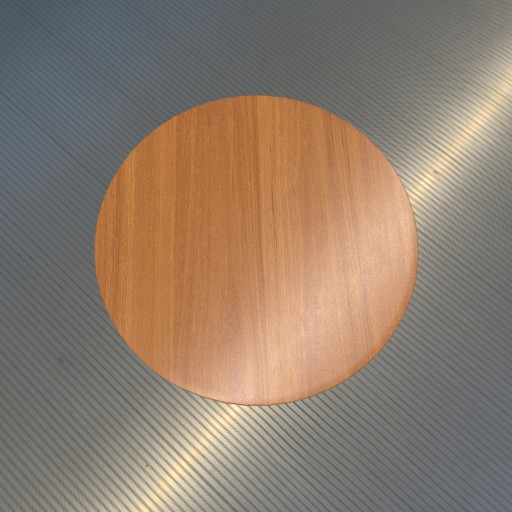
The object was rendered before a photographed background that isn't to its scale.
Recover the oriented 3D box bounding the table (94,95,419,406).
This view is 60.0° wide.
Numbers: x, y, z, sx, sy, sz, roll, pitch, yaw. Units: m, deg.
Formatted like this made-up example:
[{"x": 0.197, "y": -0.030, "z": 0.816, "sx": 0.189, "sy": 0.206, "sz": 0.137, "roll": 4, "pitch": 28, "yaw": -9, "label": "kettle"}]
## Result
[{"x": 0.000, "y": 0.000, "z": 1.638, "sx": 1.029, "sy": 0.490, "sz": 1.029, "roll": 0, "pitch": 75, "yaw": 0, "label": "table"}]
